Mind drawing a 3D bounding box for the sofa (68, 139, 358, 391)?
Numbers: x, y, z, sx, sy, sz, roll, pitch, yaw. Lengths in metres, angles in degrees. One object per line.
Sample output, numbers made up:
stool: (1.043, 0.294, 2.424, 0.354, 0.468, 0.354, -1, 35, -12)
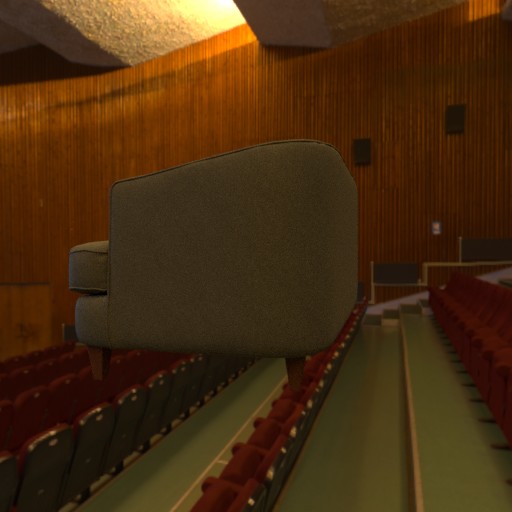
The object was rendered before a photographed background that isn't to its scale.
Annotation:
sofa: (0.000, 0.000, 2.257, 0.941, 0.855, 1.733, 0, 2, 17)
